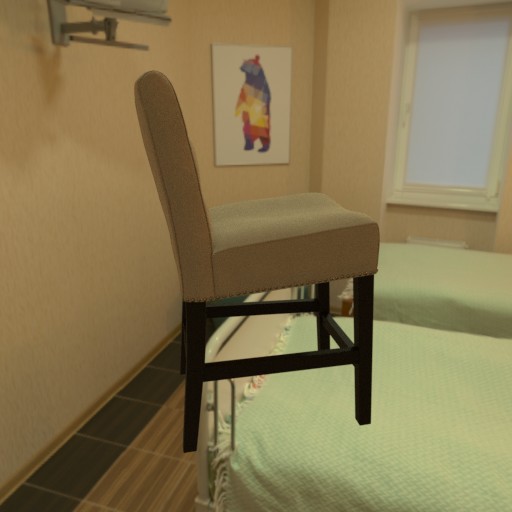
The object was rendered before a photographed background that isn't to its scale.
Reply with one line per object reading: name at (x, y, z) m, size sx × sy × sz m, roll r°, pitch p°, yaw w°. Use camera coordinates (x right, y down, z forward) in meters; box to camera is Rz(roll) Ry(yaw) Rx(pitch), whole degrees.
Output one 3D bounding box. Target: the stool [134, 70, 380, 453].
stool at (0.000, 0.000, 1.193) m, size 0.571 × 0.885 × 0.427 m, roll -3°, pitch 18°, yaw -10°
